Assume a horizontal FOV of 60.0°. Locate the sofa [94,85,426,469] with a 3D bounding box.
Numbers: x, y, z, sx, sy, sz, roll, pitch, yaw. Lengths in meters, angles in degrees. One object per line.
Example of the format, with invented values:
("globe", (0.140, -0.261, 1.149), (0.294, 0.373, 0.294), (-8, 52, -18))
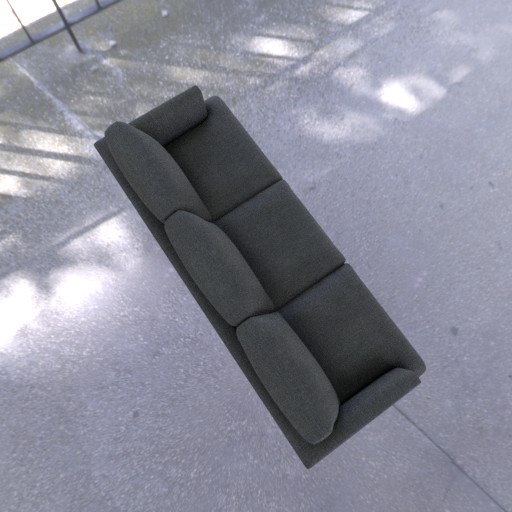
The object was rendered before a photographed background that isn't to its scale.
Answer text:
("sofa", (0.000, 0.000, 2.718), (0.903, 0.930, 2.246), (-34, 77, -9))
